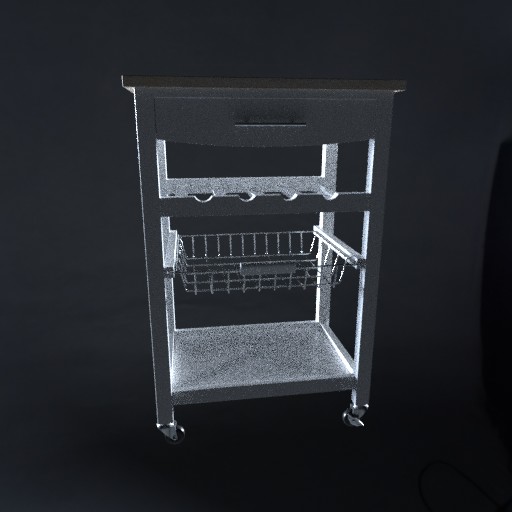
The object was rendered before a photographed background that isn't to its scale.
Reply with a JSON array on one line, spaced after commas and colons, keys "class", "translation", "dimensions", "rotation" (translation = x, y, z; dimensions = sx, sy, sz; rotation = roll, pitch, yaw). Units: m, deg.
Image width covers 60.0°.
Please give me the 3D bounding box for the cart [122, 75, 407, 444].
[{"class": "cart", "translation": [0.000, 0.000, 1.196], "dimensions": [0.578, 0.857, 0.406], "rotation": [-2, 16, -8]}]
